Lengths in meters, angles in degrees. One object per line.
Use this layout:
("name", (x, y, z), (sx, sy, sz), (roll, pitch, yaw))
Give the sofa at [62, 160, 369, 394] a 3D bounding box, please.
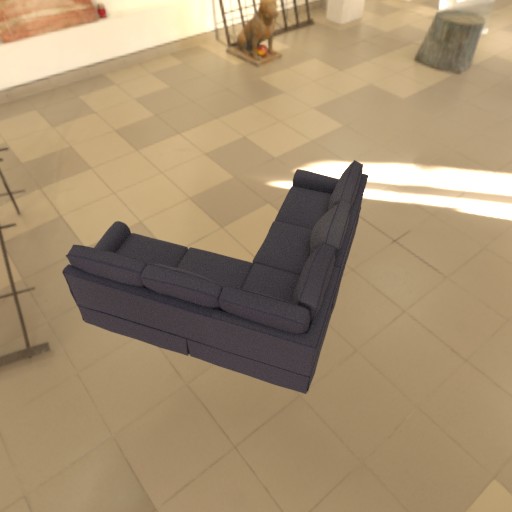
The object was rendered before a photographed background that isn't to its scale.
("sofa", (0.000, 0.000, 5.116), (3.773, 1.169, 2.874), (-30, 54, -26))
